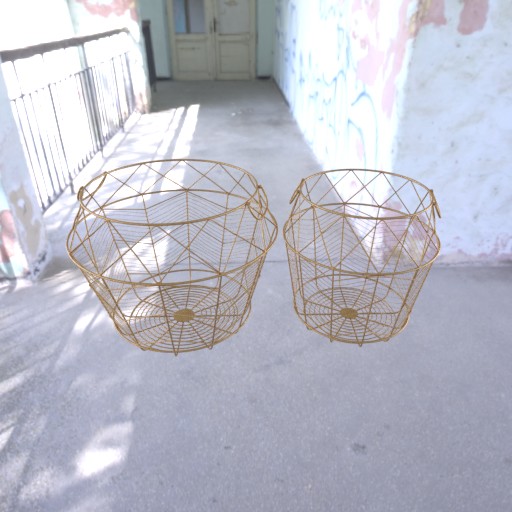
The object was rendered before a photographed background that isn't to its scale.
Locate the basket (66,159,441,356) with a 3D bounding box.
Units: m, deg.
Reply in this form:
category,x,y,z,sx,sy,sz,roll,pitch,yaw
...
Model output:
category,x,y,z,sx,sy,sz,roll,pitch,yaw
basket,0.000,0.000,1.014,0.805,0.343,0.451,-1,30,-1
